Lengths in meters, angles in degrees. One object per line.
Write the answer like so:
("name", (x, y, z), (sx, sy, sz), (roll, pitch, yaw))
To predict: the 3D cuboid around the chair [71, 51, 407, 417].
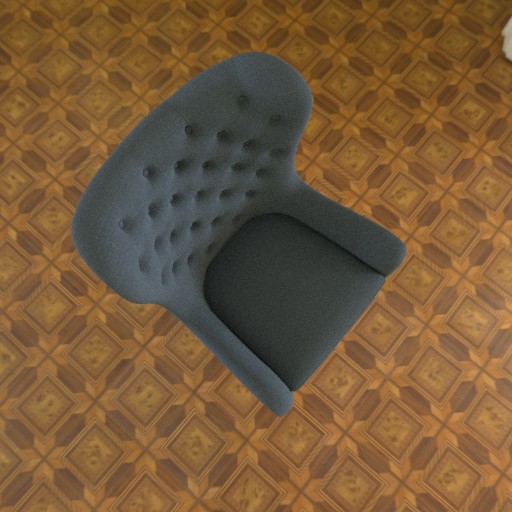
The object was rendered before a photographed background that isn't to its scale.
("chair", (0.000, 0.000, 1.710), (0.930, 1.079, 0.831), (39, 79, 9))
